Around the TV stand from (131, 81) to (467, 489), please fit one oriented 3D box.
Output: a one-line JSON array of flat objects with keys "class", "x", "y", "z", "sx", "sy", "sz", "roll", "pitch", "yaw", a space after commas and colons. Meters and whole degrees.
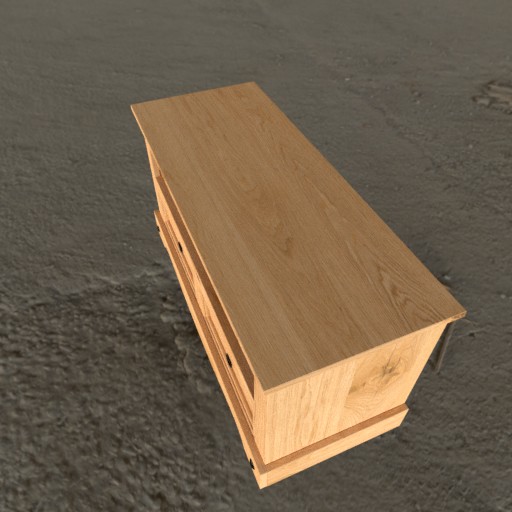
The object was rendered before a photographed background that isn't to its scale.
[{"class": "TV stand", "x": 0.000, "y": 0.000, "z": 1.347, "sx": 0.440, "sy": 0.550, "sz": 1.080, "roll": -17, "pitch": 49, "yaw": -16}]
